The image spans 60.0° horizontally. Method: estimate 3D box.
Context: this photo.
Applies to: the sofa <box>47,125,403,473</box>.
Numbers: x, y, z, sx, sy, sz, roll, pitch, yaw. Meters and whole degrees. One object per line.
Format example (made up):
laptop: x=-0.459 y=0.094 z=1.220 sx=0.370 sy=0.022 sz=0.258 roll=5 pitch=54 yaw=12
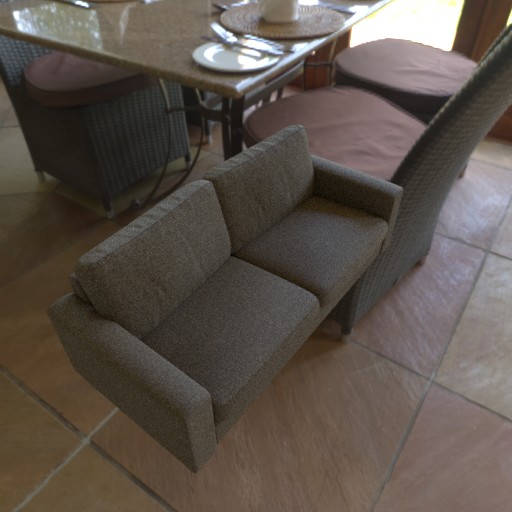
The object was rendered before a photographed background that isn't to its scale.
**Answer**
sofa: x=0.000 y=0.000 z=2.731 sx=1.016 sy=0.873 sz=2.179 roll=27 pitch=49 yaw=27
